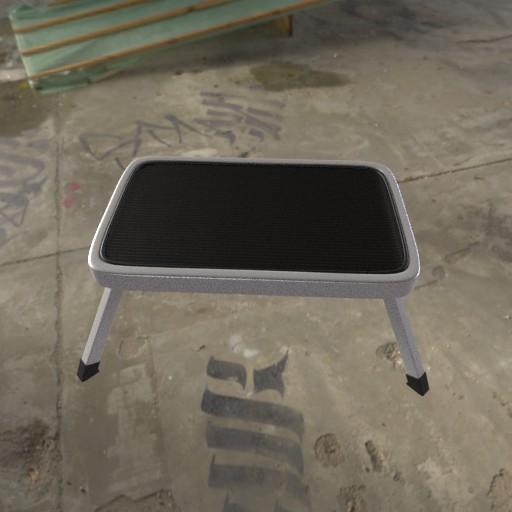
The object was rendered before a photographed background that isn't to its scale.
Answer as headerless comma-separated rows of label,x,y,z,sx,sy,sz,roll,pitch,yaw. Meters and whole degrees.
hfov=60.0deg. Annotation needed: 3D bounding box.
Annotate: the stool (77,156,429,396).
stool,0.000,0.000,0.625,0.460,0.170,0.320,2,45,2
